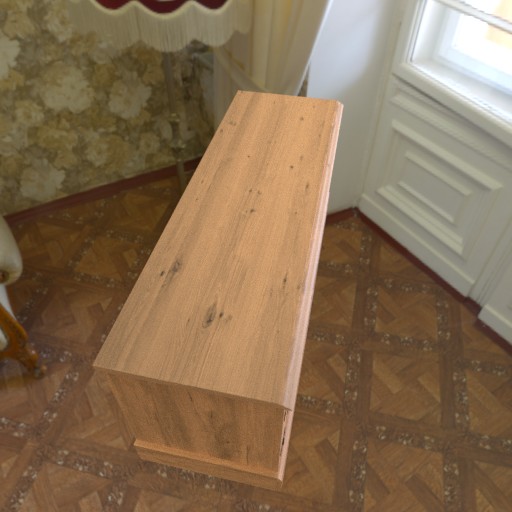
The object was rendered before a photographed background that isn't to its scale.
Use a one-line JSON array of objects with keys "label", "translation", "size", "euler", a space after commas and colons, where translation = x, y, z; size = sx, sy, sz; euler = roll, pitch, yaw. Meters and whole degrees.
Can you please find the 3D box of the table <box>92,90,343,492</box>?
[{"label": "table", "translation": [0.000, 0.000, 1.435], "size": [0.400, 0.510, 1.200], "euler": [9, 47, 8]}]
